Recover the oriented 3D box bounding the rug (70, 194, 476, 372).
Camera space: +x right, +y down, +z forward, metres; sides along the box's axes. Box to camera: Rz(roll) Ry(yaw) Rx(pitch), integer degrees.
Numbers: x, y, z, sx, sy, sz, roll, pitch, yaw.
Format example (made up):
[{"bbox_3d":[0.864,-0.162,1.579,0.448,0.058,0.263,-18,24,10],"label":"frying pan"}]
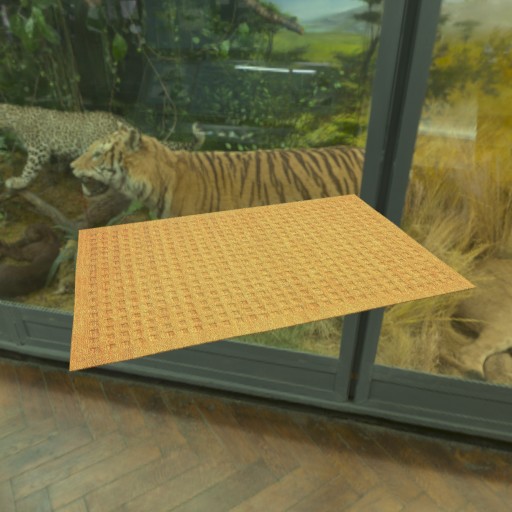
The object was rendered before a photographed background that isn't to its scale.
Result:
[{"bbox_3d":[0.000,0.000,2.266,1.747,0.006,1.143,-9,32,-15],"label":"rug"}]
